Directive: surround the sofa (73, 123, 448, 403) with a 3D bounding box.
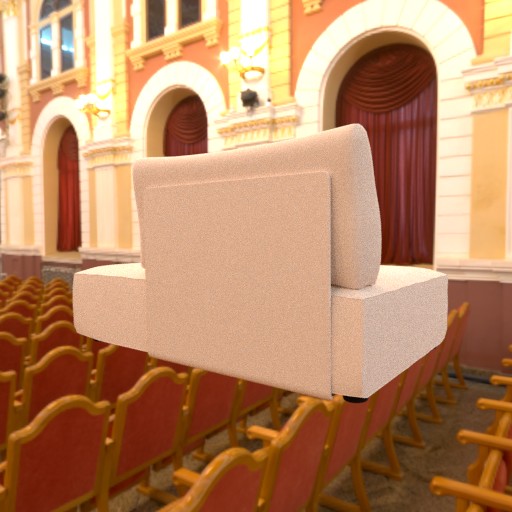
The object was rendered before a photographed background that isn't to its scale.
[{"bbox_3d":[0.000,0.000,2.045,1.450,0.820,1.000,2,3,36],"label":"sofa"}]
